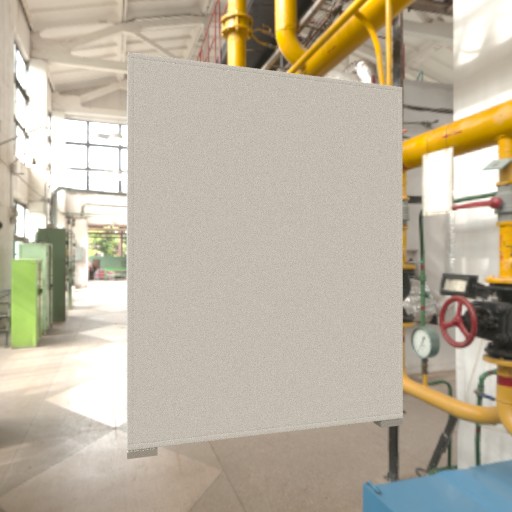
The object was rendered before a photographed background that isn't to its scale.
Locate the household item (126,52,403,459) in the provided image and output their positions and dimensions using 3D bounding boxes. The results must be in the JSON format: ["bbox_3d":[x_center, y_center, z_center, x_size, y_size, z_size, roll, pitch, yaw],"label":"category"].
[{"bbox_3d":[0.000,0.000,1.413,0.790,1.010,0.420,0,0,-17],"label":"household item"}]
